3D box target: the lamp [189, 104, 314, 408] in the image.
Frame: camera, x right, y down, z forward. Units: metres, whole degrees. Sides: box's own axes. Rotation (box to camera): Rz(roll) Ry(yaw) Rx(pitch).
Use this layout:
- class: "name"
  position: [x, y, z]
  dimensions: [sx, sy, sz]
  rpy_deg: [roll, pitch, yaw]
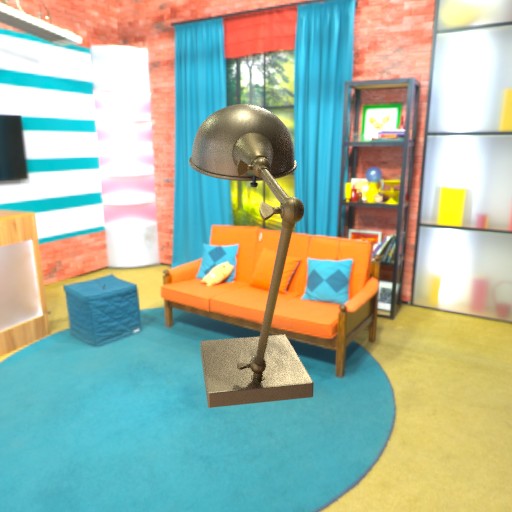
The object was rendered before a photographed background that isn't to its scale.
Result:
- class: "lamp"
  position: [0.000, 0.000, 0.546]
  dimensions: [0.149, 0.371, 0.339]
  rpy_deg: [-3, 14, -10]
